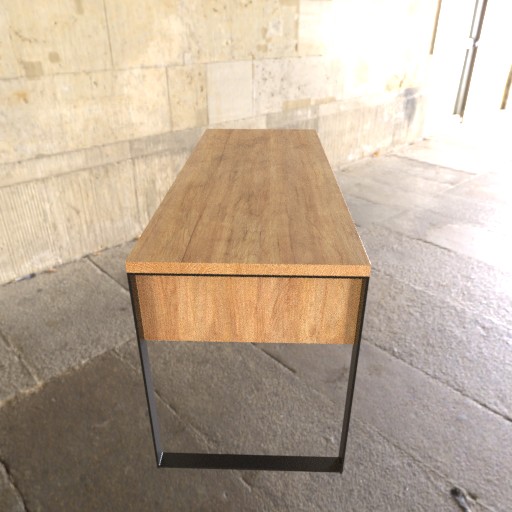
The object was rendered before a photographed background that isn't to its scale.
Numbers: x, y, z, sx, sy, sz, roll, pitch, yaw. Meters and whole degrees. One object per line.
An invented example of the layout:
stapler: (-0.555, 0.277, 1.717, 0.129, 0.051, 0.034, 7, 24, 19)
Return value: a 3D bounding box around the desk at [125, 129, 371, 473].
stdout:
desk: (0.000, 0.000, 1.917, 0.600, 0.760, 1.520, 1, 28, 2)
